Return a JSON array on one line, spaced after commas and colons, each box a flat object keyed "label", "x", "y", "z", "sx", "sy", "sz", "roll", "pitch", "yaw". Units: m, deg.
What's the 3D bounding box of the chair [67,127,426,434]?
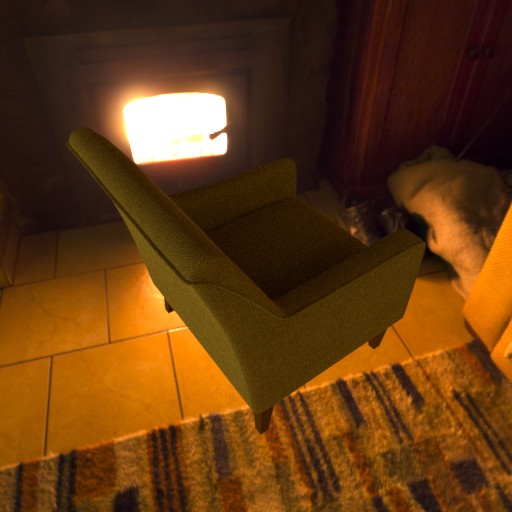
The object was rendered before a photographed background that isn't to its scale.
[{"label": "chair", "x": 0.000, "y": 0.000, "z": 1.602, "sx": 0.899, "sy": 0.919, "sz": 0.780, "roll": -26, "pitch": 48, "yaw": -26}]
